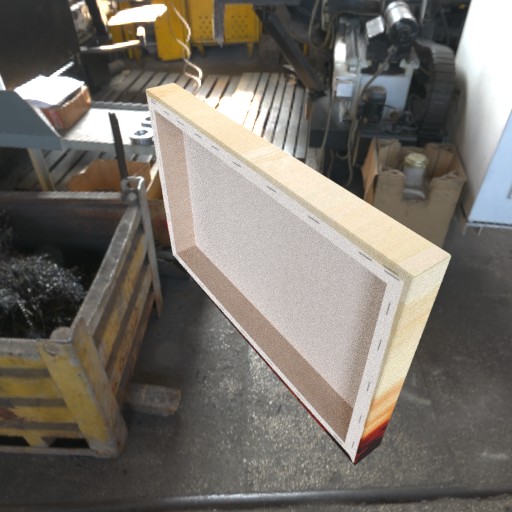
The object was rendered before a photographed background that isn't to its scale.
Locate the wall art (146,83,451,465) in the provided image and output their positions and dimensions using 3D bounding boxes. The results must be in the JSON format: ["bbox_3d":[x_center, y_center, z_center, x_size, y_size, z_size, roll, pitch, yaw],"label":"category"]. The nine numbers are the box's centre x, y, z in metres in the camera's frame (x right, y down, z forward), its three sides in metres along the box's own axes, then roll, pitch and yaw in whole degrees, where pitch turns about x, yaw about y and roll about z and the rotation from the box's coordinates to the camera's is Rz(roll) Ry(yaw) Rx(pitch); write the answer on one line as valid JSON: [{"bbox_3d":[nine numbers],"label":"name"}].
[{"bbox_3d":[0.000,0.000,0.475,0.037,0.251,0.383,-25,46,-26],"label":"wall art"}]
